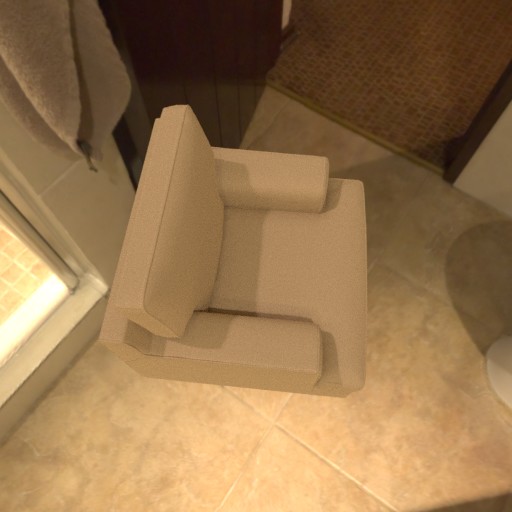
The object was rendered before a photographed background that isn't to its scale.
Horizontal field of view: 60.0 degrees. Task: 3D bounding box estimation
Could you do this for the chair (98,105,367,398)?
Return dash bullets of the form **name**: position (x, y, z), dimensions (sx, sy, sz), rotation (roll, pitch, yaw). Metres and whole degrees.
- **chair**: position (0.000, 0.000, 2.214), dimensions (1.274, 1.005, 1.293), rotation (-2, 64, -1)
